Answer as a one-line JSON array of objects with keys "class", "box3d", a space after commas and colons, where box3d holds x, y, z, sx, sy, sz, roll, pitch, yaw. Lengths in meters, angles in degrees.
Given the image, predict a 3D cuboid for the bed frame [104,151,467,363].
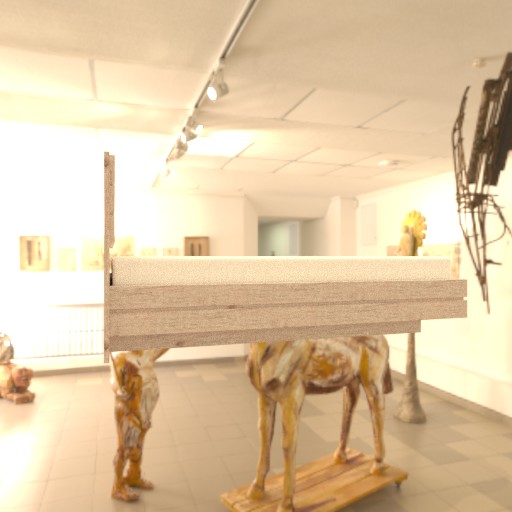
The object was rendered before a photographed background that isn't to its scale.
[{"class": "bed frame", "box3d": [0.000, 0.000, 3.241, 2.080, 0.970, 1.950, 0, 0, -18]}]
